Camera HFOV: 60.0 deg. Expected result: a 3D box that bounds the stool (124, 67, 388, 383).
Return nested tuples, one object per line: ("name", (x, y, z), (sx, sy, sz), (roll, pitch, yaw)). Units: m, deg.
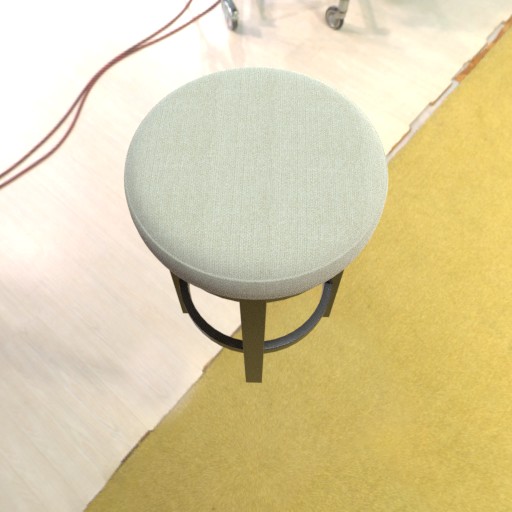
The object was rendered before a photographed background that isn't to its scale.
("stool", (0.000, 0.000, 1.024), (0.446, 0.758, 0.446), (0, 65, 0))
